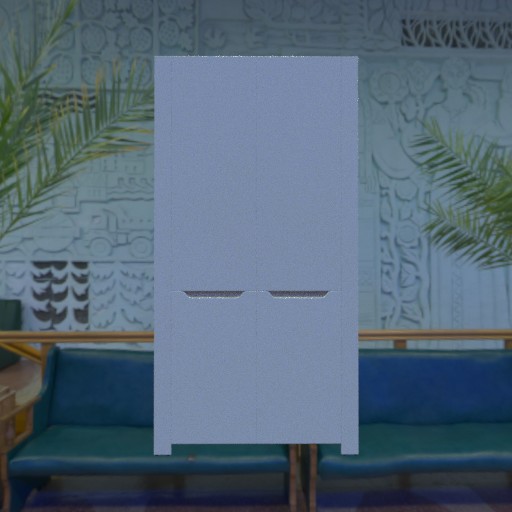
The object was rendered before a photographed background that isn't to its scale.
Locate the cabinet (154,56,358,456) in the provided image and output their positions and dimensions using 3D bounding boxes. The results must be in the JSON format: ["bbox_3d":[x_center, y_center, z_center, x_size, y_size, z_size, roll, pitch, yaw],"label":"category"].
[{"bbox_3d":[0.000,0.000,2.419,0.980,1.920,0.580,0,0,0],"label":"cabinet"}]
